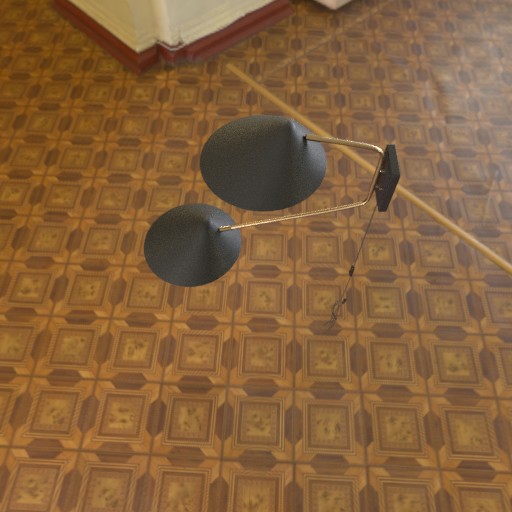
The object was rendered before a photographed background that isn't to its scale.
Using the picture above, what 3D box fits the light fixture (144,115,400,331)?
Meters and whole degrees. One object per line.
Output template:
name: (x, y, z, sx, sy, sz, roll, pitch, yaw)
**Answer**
light fixture: (0.000, 0.000, 0.867, 0.422, 0.665, 0.189, 2, 58, 1)
